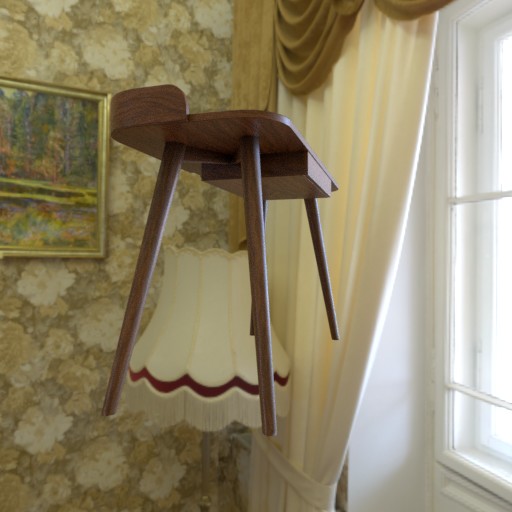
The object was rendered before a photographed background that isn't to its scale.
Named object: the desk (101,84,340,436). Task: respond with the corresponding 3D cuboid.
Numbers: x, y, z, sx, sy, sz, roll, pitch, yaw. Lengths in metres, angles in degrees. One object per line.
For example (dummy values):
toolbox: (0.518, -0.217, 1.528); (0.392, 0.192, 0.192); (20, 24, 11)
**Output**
desk: (0.000, 0.000, 1.633); (0.486, 0.800, 1.256); (0, 0, 17)
